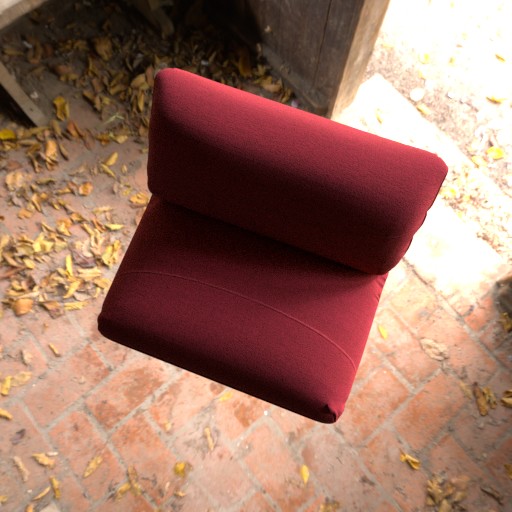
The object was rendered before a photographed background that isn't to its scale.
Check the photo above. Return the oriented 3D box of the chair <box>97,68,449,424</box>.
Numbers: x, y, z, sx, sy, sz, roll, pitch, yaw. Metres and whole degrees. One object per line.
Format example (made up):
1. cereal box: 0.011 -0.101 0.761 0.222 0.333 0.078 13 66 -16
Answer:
1. chair: 0.000 0.000 1.332 0.820 0.580 0.780 20 77 5
